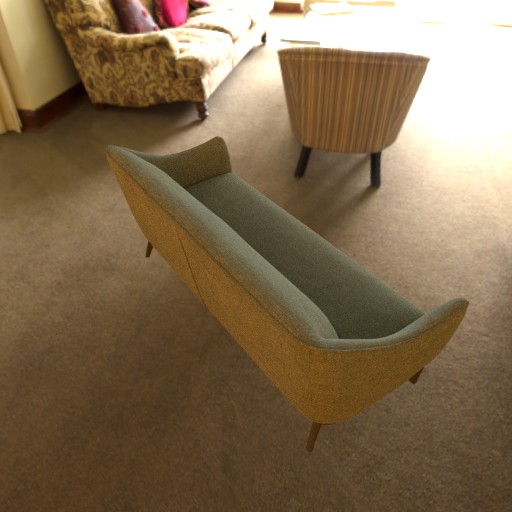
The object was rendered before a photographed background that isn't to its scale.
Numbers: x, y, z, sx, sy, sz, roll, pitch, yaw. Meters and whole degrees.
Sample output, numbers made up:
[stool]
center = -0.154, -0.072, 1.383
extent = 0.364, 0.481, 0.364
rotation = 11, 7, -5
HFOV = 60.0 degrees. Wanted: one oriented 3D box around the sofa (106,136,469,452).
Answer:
[sofa]
center = 0.000, 0.000, 2.360
extent = 0.867, 0.829, 1.928
rotation = -25, 46, -27
